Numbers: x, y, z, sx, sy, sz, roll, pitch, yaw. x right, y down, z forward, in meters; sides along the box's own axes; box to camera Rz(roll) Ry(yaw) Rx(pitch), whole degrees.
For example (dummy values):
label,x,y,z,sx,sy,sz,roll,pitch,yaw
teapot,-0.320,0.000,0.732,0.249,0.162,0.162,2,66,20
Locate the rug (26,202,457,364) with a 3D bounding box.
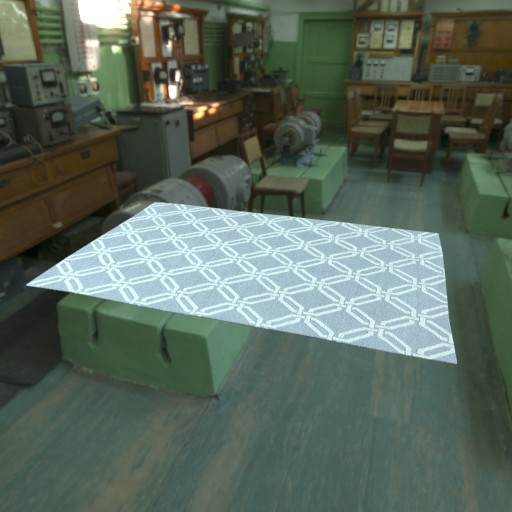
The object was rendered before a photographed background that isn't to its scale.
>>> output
label,x,y,z,sx,sy,sz,roll,pitch,yaw
rug,0.000,0.000,2.179,1.754,0.010,1.148,8,27,16
